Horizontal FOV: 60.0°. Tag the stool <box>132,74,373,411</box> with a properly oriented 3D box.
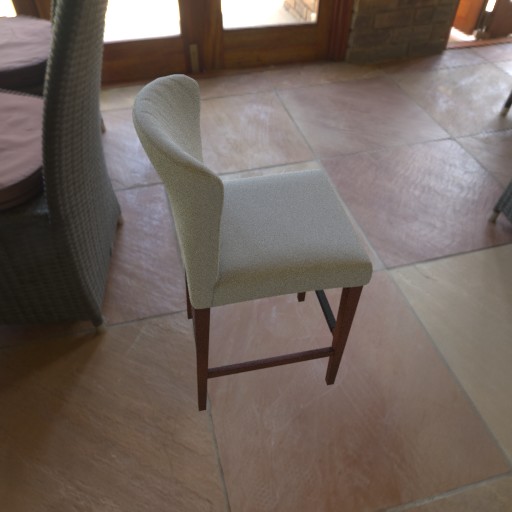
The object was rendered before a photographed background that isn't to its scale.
[{"bbox_3d":[0.000,0.000,1.406,0.568,1.069,0.479,-8,47,-8],"label":"stool"}]
